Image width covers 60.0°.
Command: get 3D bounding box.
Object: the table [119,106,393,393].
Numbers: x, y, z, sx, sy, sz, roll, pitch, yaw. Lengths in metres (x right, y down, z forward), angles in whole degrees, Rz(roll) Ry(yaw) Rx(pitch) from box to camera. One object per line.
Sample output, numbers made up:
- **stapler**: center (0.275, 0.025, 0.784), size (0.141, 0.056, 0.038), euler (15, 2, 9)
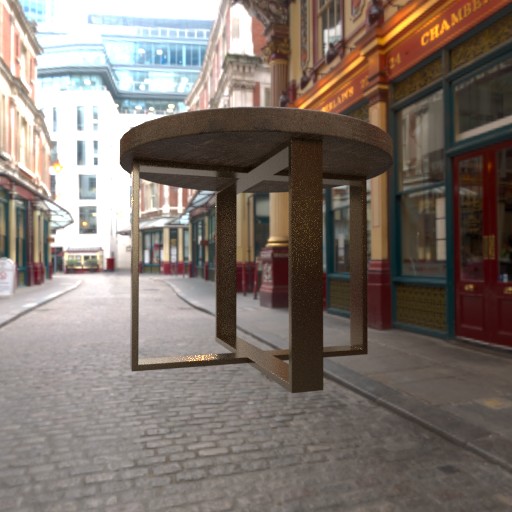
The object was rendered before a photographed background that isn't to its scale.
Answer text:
- **table**: center (0.000, 0.000, 0.940), size (0.557, 0.437, 0.557), euler (0, -1, 0)
